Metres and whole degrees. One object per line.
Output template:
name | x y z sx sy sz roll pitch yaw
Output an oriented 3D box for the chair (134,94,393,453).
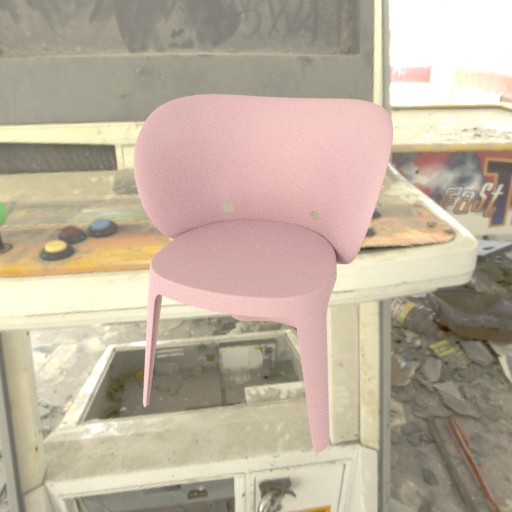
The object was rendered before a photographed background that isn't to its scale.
chair | 0.000 0.000 0.860 0.451 0.554 0.402 8 27 16
